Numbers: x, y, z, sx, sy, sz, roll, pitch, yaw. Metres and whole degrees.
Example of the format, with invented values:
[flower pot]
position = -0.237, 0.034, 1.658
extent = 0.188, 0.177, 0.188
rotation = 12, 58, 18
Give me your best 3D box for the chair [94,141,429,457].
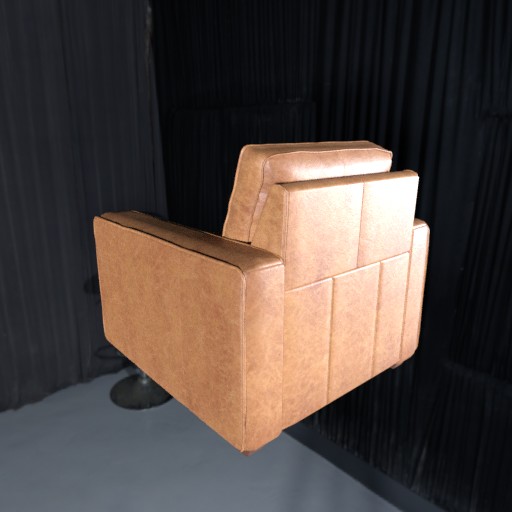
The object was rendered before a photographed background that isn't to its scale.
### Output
[chair]
position = 0.000, 0.000, 1.787
extent = 0.987, 0.901, 1.027
rotation = -15, 22, -42
